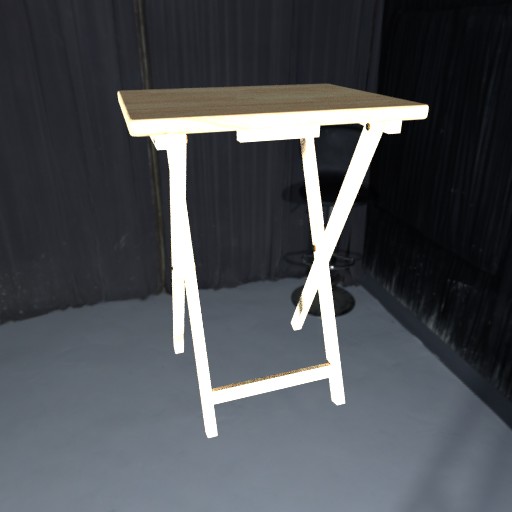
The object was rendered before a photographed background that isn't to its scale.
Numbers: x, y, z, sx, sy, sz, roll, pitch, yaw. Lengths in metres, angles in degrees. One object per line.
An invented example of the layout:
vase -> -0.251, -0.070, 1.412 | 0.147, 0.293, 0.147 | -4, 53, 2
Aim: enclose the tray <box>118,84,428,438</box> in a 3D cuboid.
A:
tray -> 0.000, 0.000, 0.971 | 0.483, 0.660, 0.381 | -8, 28, -16
